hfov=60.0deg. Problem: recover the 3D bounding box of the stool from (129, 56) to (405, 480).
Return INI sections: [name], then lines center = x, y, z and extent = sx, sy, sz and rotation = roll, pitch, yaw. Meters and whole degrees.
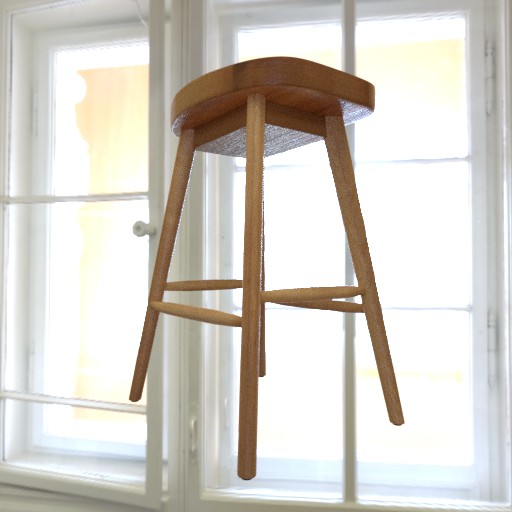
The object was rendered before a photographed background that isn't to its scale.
[stool]
center = 0.000, 0.000, 0.878
extent = 0.361, 0.615, 0.440
rotation = 0, -1, -36
